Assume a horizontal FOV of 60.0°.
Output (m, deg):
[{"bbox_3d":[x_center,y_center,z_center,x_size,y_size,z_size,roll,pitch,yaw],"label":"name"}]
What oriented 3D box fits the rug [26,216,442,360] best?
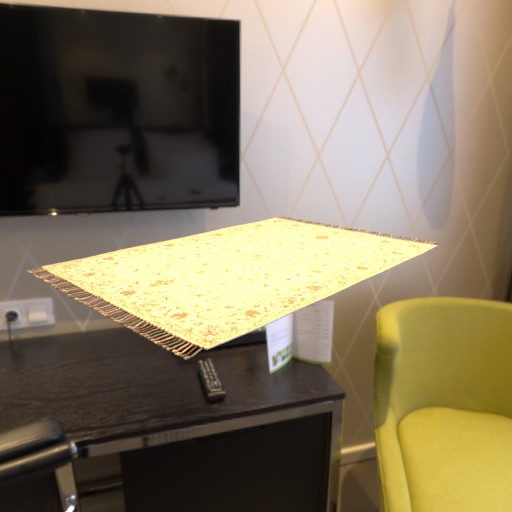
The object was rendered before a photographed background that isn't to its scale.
[{"bbox_3d":[0.000,0.000,2.304,1.218,0.017,1.861,14,21,41],"label":"rug"}]
